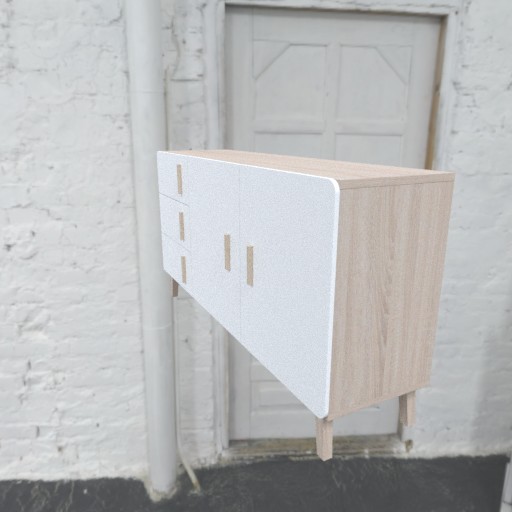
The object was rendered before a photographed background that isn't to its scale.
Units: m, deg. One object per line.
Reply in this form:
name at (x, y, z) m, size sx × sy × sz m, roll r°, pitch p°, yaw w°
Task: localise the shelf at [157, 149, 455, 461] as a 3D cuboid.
shelf at (0.000, 0.000, 1.810) m, size 0.400 × 0.780 × 1.490 m, roll -8°, pitch 18°, yaw -26°
